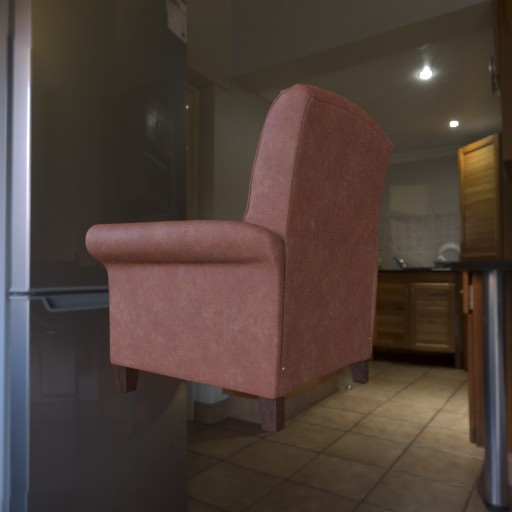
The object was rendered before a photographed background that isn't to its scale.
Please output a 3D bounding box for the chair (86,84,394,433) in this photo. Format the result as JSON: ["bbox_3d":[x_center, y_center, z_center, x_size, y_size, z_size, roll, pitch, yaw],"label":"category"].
[{"bbox_3d":[0.000,0.000,1.793,0.902,1.061,0.978,-1,-2,36],"label":"chair"}]
